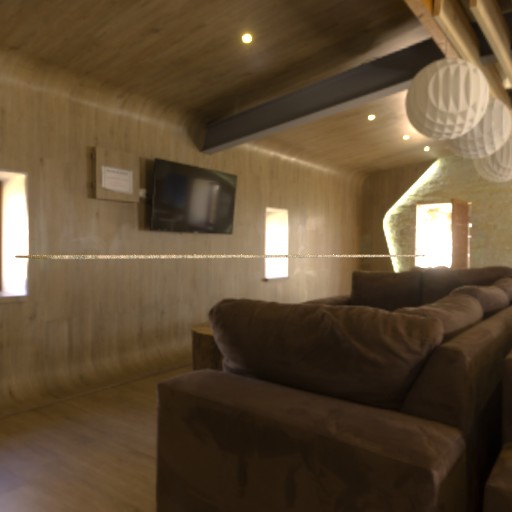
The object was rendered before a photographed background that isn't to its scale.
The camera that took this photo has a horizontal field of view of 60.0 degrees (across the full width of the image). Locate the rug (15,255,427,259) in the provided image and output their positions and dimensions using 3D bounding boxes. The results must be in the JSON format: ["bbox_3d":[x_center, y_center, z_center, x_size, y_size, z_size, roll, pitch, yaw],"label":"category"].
[{"bbox_3d":[0.000,0.000,2.477,2.290,0.014,0.700,0,0,-37],"label":"rug"}]
